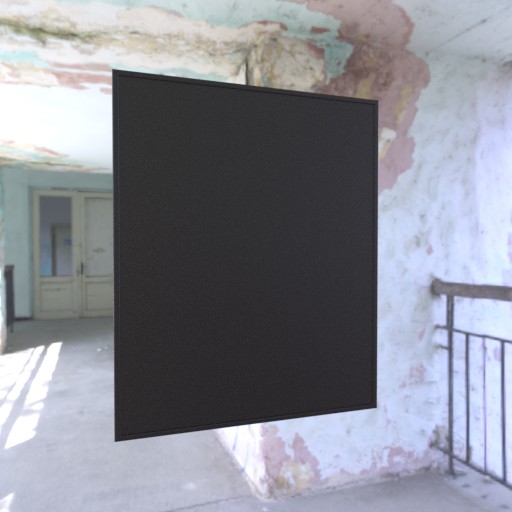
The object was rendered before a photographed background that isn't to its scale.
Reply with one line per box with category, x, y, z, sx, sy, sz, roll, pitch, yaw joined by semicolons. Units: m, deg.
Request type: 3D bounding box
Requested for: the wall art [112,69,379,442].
wall art;0.000;0.000;0.736;0.451;0.551;0.028;0;1;-18
